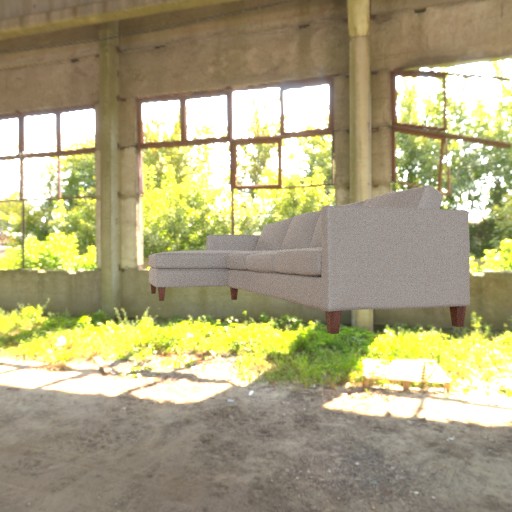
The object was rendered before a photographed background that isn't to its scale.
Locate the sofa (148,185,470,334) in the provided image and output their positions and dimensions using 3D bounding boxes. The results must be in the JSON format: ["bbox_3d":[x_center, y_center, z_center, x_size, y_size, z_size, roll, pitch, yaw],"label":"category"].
[{"bbox_3d":[0.000,0.000,3.854,1.625,0.846,3.186,0,0,-18],"label":"sofa"}]
